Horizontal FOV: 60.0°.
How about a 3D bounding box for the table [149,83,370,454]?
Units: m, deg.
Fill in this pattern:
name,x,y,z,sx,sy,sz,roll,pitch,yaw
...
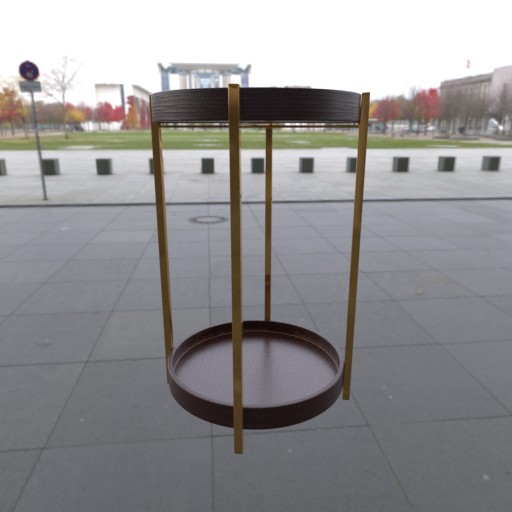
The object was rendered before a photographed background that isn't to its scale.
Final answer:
name,x,y,z,sx,sy,sz,roll,pitch,yaw
table,0.000,0.000,0.883,0.400,0.610,0.400,3,16,9
